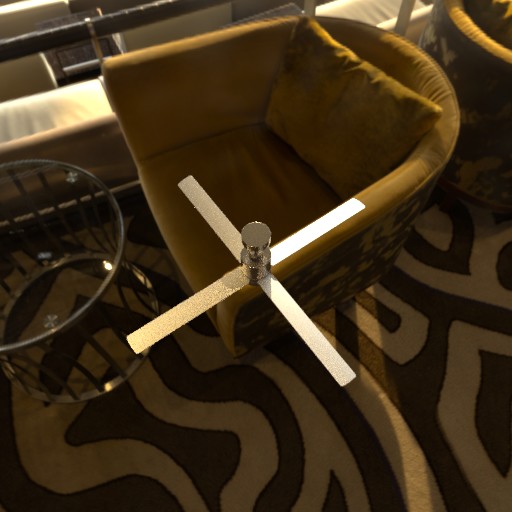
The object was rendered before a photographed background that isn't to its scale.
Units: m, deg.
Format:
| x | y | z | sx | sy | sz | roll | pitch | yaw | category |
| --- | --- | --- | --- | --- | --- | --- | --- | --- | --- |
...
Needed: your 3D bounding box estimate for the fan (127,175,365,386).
| x | y | z | sx | sy | sz | roll | pitch | yaw | category |
| --- | --- | --- | --- | --- | --- | --- | --- | --- | --- |
| 0.000 | 0.000 | 1.999 | 1.322 | 0.355 | 1.322 | -32 | 64 | -17 | fan |
